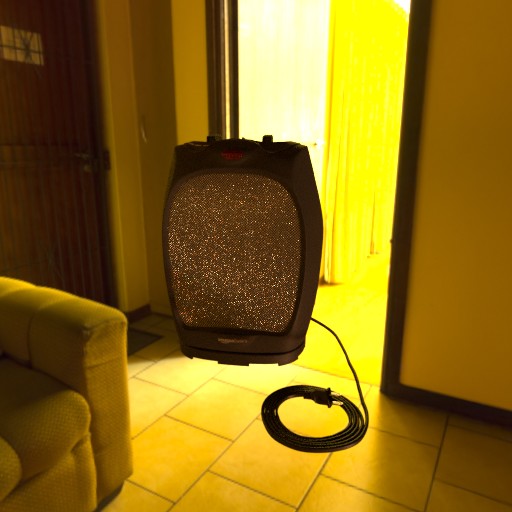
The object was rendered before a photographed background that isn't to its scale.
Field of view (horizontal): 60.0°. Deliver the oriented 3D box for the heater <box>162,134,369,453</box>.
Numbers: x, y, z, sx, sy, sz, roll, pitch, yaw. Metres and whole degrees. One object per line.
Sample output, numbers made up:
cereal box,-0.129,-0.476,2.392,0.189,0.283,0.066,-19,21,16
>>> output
heater,0.000,0.000,0.478,0.239,0.255,0.291,2,15,9
